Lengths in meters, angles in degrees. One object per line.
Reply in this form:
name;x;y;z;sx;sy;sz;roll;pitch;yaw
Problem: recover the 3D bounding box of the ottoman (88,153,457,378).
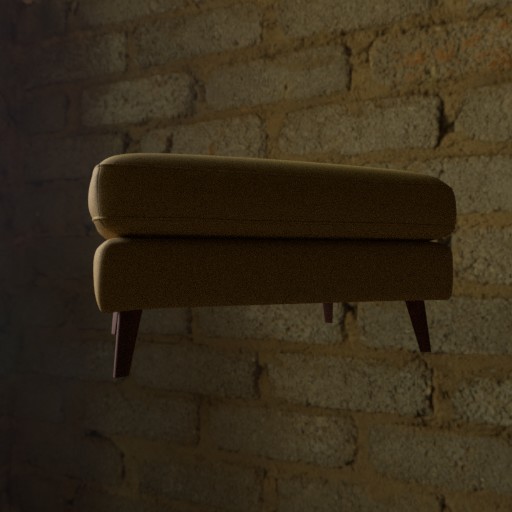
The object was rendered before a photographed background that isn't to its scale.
ottoman;0.000;0.000;1.164;0.811;0.449;0.608;0;0;-18
